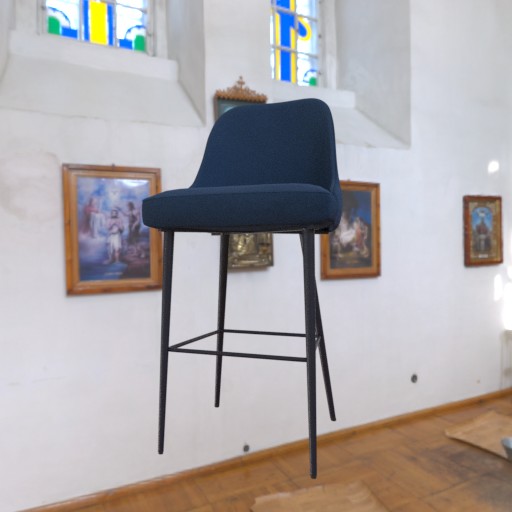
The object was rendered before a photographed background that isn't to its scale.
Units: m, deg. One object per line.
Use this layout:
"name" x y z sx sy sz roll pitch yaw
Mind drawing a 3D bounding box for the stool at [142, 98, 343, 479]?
"stool" 0.000 0.000 1.344 0.527 1.079 0.489 0 1 18
